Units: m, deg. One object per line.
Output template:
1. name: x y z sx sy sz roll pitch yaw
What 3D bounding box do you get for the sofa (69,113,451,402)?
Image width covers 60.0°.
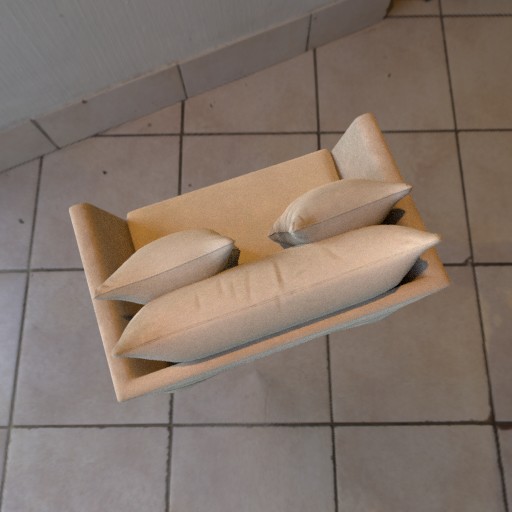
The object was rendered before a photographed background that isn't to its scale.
1. sofa: 0.000 0.000 2.312 1.608 1.040 1.035 -19 76 -5
